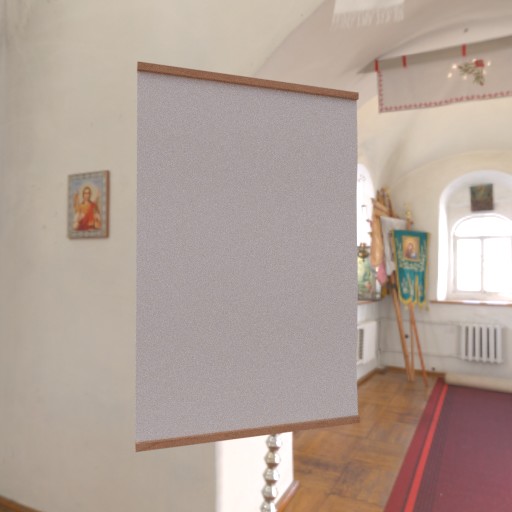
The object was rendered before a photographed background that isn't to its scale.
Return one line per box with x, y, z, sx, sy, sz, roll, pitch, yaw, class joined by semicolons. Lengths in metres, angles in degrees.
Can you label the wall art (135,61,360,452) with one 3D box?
0.000;0.000;0.635;0.332;0.508;0.012;0;-1;-19;wall art
